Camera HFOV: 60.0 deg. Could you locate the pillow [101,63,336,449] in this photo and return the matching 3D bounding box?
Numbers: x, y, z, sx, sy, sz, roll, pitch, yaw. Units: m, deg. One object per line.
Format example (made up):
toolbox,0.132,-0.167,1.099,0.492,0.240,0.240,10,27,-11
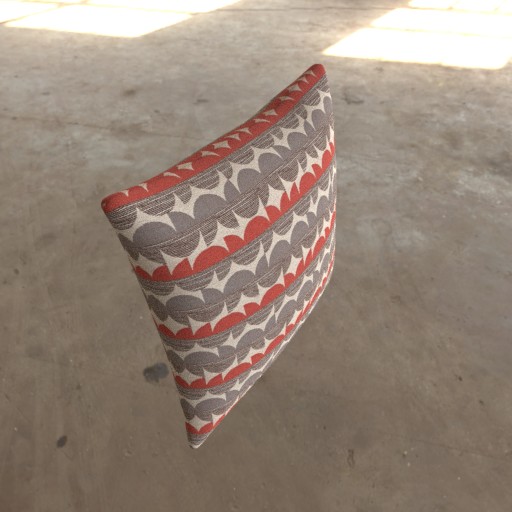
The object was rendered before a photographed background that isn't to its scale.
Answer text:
pillow,0.000,0.000,0.635,0.180,0.410,0.420,24,48,24
